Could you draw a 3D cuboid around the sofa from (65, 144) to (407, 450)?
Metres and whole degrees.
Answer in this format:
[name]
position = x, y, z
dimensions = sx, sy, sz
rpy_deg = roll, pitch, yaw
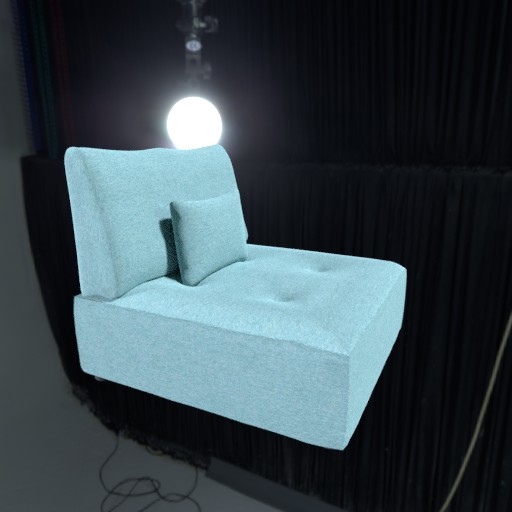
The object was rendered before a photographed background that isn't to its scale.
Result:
[sofa]
position = 0.000, 0.000, 1.703
dimensions = 1.000, 0.820, 0.930
rpy_deg = 7, 16, 26
